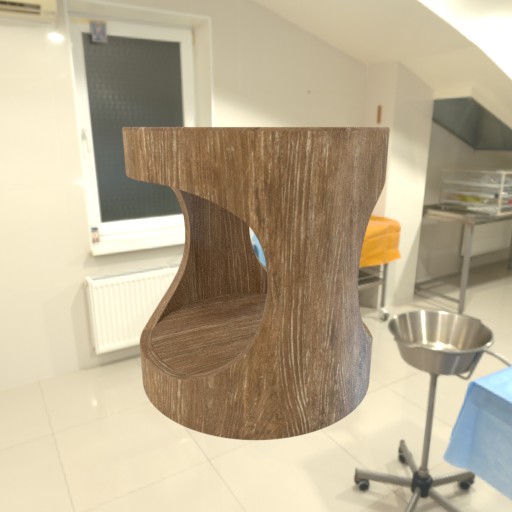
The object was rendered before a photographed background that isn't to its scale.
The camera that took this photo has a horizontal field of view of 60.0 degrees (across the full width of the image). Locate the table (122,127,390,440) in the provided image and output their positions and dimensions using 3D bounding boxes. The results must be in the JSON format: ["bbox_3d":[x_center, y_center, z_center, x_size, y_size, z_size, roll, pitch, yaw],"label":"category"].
[{"bbox_3d":[0.000,0.000,0.986,0.527,0.551,0.527,0,16,0],"label":"table"}]
